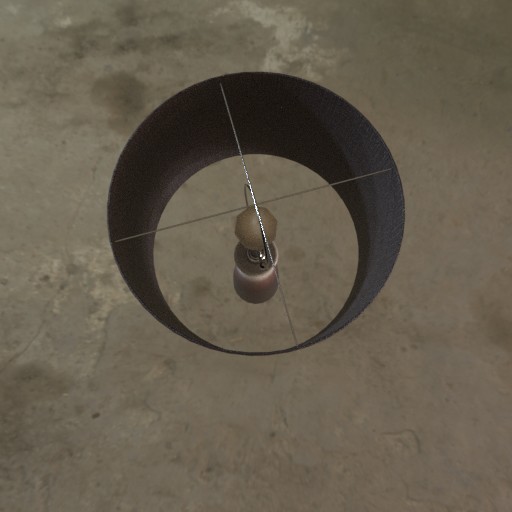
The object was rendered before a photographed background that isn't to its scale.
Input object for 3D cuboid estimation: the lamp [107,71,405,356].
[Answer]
[{"bbox_3d":[0.000,0.000,0.687,0.303,0.488,0.303,0,77,0],"label":"lamp"}]
